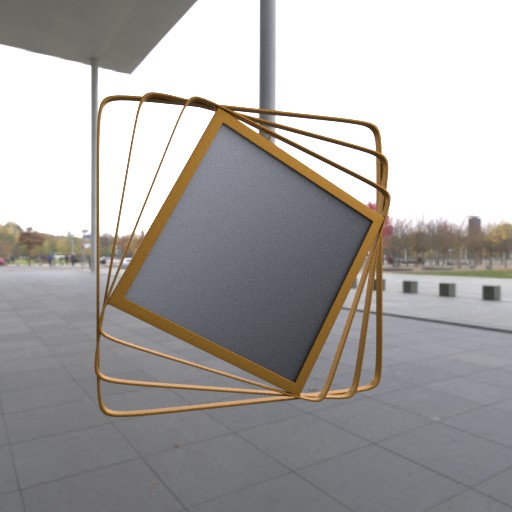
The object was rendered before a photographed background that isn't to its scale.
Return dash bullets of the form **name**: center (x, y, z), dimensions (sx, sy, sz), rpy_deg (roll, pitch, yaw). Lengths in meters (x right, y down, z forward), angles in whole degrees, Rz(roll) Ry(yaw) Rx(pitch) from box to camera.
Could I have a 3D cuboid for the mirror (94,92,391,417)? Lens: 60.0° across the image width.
- **mirror**: center (0.000, 0.000, 0.686), dimensions (0.470, 0.468, 0.045), rpy_deg (0, 0, -18)
